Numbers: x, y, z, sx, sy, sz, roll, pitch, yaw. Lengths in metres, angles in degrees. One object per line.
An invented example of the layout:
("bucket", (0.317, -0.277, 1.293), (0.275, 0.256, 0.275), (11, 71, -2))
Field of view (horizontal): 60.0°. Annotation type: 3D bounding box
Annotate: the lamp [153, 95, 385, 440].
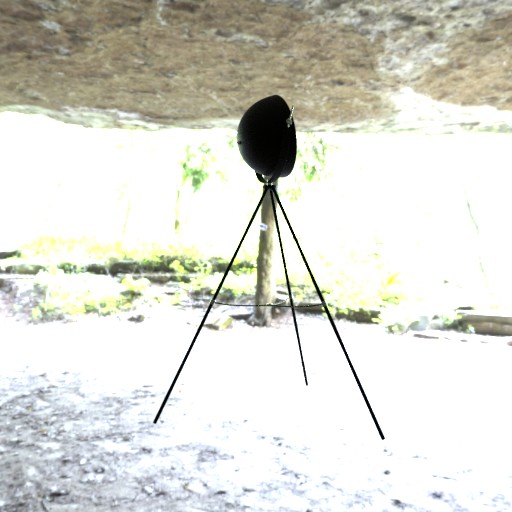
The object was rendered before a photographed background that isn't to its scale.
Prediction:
("lamp", (0.000, 0.000, 2.065), (0.920, 1.512, 0.817), (0, 0, -19))
